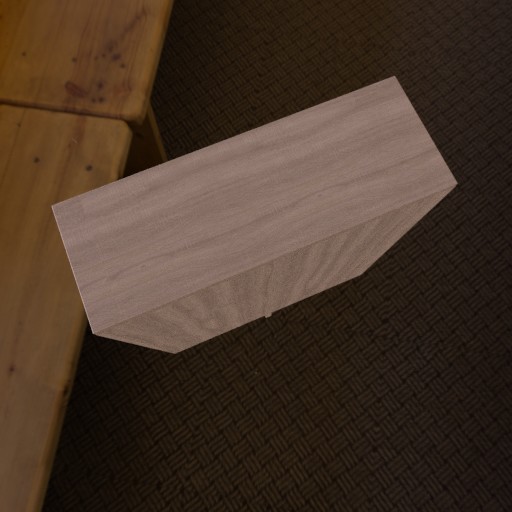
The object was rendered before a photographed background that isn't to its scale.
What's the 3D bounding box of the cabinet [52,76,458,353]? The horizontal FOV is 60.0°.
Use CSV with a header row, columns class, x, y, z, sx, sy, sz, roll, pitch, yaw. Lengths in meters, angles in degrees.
class,x,y,z,sx,sy,sz,roll,pitch,yaw
cabinet,0.000,0.000,1.954,1.111,1.388,0.398,-22,76,-6
